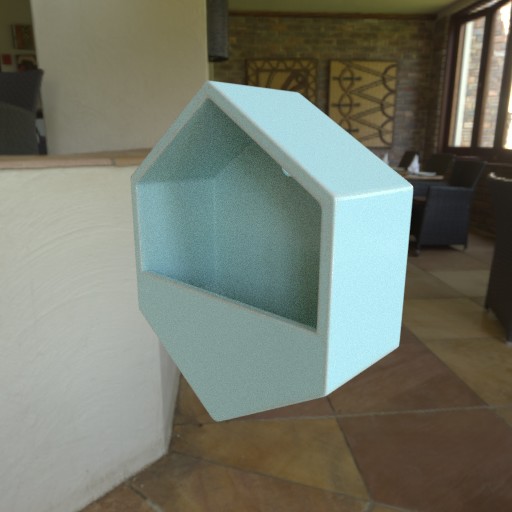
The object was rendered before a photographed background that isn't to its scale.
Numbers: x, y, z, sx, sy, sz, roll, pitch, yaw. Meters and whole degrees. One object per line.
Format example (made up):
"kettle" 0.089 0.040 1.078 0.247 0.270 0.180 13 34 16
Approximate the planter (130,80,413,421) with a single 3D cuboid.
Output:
"planter" 0.000 0.000 0.288 0.169 0.207 0.078 13 20 42
